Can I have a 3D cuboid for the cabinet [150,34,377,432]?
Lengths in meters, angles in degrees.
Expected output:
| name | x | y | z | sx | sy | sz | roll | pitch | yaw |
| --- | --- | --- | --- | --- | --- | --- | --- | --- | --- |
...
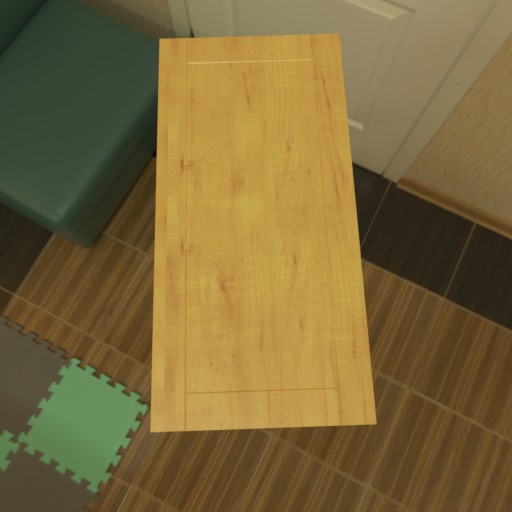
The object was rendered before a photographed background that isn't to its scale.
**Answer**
| name | x | y | z | sx | sy | sz | roll | pitch | yaw |
| --- | --- | --- | --- | --- | --- | --- | --- | --- | --- |
| cabinet | 0.000 | 0.000 | 1.399 | 0.450 | 0.840 | 0.920 | -2 | 76 | 0 |
